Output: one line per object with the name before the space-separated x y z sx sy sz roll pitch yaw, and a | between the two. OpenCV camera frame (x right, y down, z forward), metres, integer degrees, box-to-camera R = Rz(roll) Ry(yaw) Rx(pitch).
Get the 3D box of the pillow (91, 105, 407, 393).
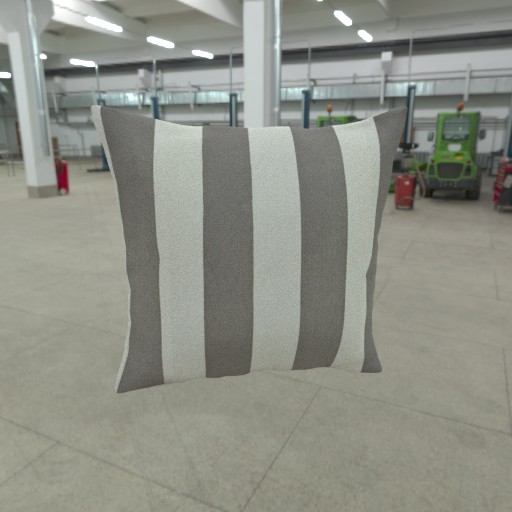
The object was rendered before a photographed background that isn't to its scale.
pillow | 0.000 0.000 0.786 0.522 0.507 0.192 -2 16 -9
